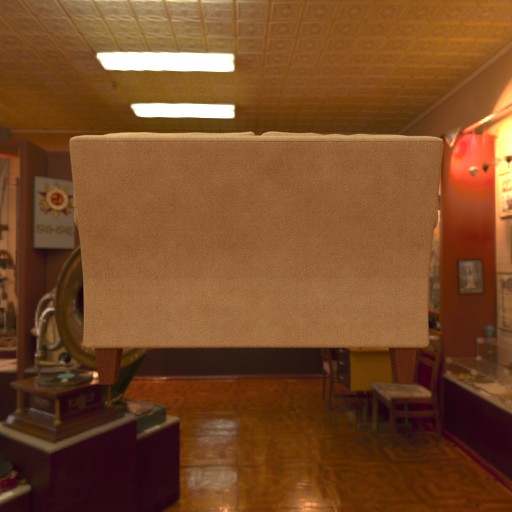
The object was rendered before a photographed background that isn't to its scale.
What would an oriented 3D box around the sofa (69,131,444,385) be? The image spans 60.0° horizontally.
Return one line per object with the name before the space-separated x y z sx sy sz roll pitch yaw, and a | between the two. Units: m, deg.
sofa | 0.000 0.000 2.215 1.498 1.087 1.086 0 -1 -1
